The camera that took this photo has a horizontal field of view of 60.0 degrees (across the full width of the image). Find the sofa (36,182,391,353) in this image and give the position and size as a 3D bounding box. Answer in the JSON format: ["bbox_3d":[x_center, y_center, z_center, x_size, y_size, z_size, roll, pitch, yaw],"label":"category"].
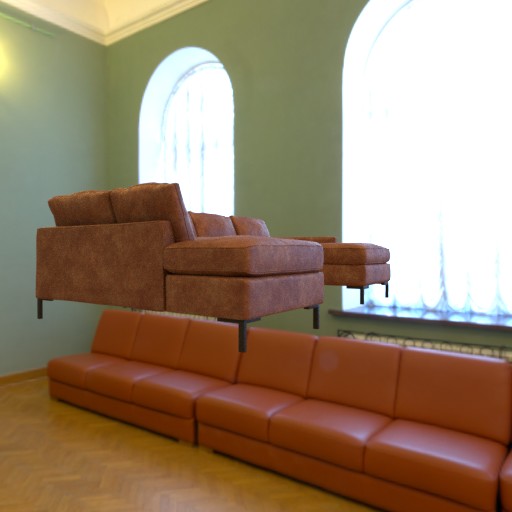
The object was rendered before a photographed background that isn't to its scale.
[{"bbox_3d":[0.000,0.000,3.874,1.939,0.900,2.956,0,1,35],"label":"sofa"}]
